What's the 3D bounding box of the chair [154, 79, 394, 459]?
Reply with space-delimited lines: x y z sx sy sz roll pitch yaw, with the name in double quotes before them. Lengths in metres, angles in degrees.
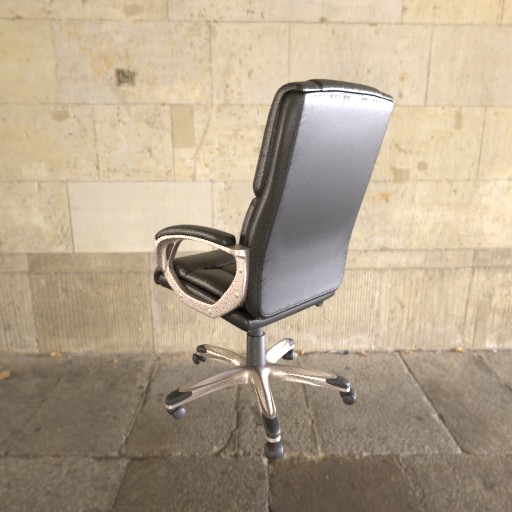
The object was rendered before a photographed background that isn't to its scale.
"chair" 0.000 0.000 1.627 0.780 1.145 0.700 14 21 43
